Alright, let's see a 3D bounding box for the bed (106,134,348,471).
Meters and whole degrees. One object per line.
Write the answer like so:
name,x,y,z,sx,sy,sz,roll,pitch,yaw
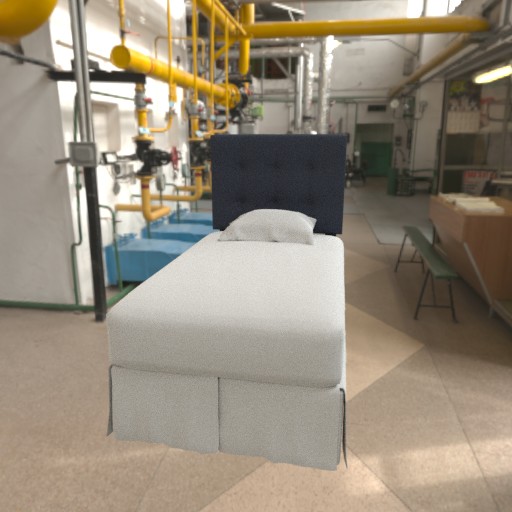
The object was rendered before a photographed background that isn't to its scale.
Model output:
bed,0.000,0.000,2.952,1.261,1.571,1.997,3,15,10
